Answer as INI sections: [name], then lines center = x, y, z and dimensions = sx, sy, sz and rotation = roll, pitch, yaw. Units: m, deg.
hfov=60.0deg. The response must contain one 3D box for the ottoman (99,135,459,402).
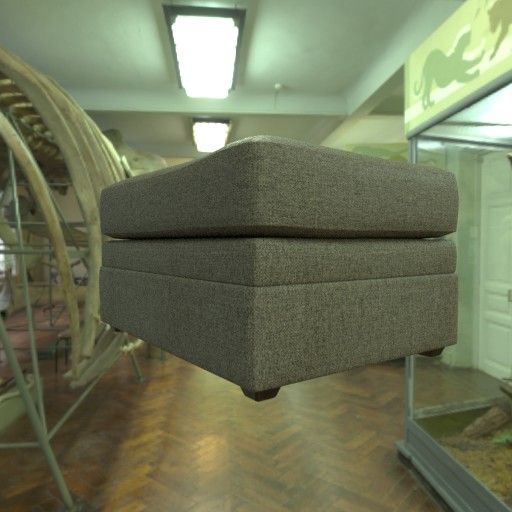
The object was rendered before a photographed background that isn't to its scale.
[ottoman]
center = 0.000, 0.000, 1.232
dimensions = 0.637, 0.478, 0.885
rotation = -1, 2, -36
